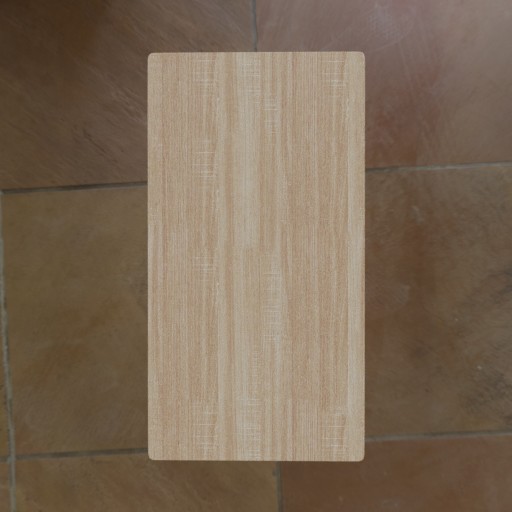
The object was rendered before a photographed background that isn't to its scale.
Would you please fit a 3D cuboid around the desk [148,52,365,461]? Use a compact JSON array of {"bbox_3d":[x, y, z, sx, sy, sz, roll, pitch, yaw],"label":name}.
[{"bbox_3d":[0.000,0.000,1.344,0.480,0.770,0.884,0,90,1],"label":"desk"}]
